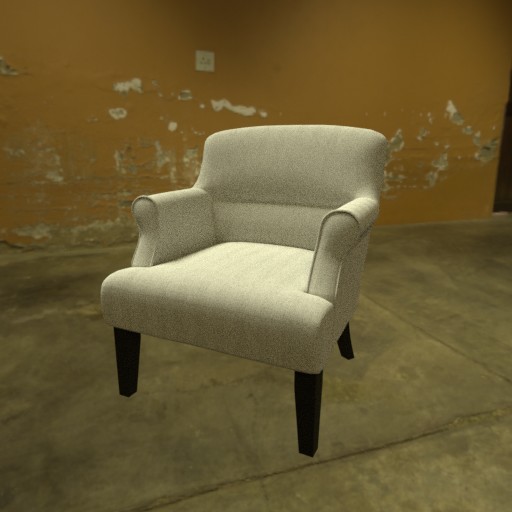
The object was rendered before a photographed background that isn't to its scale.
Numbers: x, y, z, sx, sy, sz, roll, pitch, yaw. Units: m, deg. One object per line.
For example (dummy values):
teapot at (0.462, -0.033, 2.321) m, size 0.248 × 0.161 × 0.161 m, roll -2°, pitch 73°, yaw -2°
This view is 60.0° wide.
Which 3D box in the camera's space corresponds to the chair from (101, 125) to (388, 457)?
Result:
chair at (0.000, 0.000, 1.514) m, size 0.781 × 0.875 × 0.750 m, roll 7°, pitch 16°, yaw 26°
